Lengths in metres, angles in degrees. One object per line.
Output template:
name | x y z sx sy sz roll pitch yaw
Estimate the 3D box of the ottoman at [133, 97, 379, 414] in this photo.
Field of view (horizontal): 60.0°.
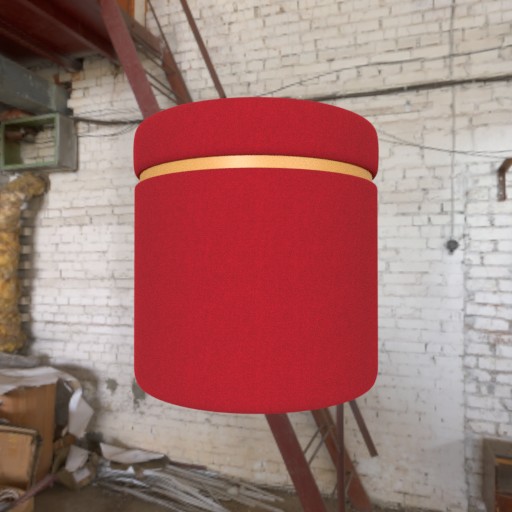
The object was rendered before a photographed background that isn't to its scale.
ottoman | 0.000 0.000 0.747 0.400 0.406 0.400 0 -1 0
